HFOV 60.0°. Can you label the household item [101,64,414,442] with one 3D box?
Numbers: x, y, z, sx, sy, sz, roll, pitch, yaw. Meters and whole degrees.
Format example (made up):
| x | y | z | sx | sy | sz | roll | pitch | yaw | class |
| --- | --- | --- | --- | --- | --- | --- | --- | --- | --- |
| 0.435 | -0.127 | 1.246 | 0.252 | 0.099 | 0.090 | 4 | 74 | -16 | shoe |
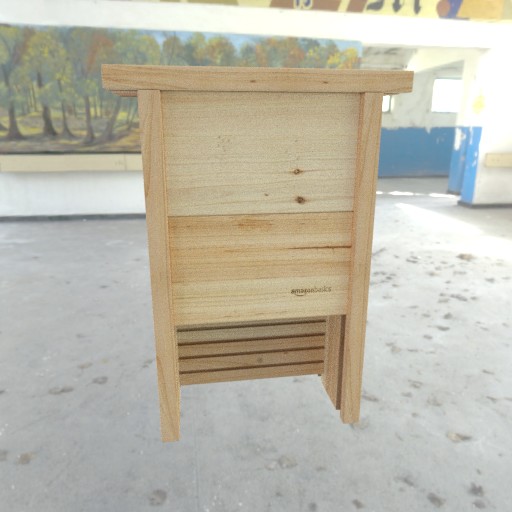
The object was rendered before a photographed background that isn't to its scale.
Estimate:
| x | y | z | sx | sy | sz | roll | pitch | yaw | class |
| --- | --- | --- | --- | --- | --- | --- | --- | --- | --- |
| 0.000 | 0.000 | 0.534 | 0.301 | 0.407 | 0.123 | -2 | 16 | -8 | household item |
